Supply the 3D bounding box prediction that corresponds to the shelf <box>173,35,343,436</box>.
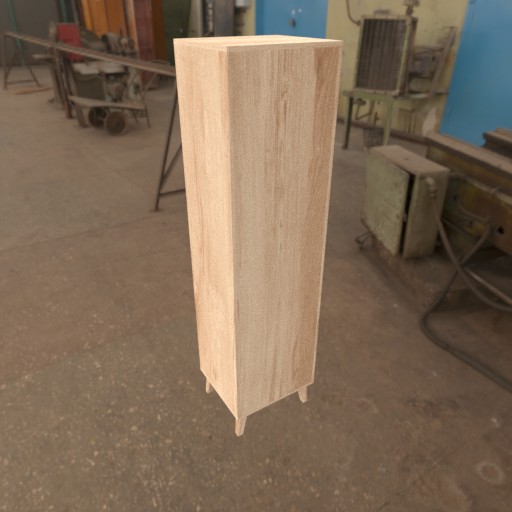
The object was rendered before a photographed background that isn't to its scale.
[{"bbox_3d":[0.000,0.000,2.231,0.510,1.960,0.450,-17,34,-28],"label":"shelf"}]
